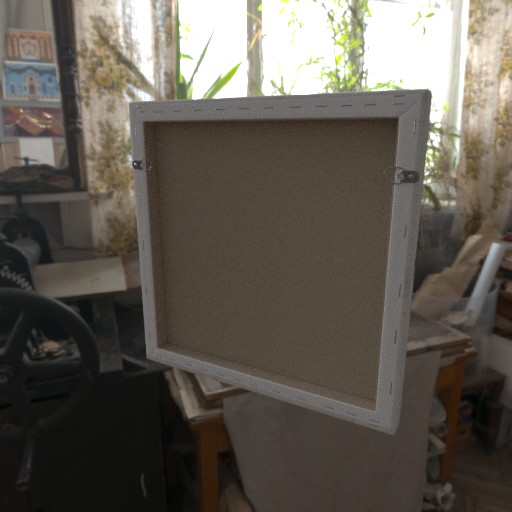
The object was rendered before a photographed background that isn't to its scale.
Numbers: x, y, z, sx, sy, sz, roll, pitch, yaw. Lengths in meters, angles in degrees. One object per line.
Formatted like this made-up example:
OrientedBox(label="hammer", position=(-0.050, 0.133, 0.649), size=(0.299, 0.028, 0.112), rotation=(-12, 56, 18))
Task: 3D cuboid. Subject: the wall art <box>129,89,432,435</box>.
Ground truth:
OrientedBox(label="wall art", position=(0.000, 0.000, 0.901), size=(0.610, 0.611, 0.040), rotation=(8, 18, 28))
